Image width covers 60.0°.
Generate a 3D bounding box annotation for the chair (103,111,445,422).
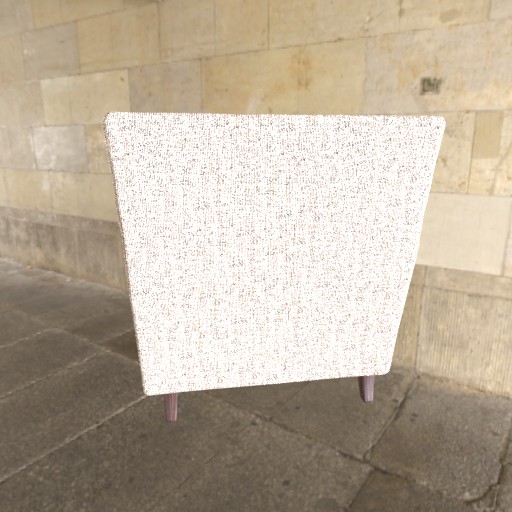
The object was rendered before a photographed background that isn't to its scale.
[{"bbox_3d":[0.000,0.000,1.601,0.864,0.928,0.873,-2,14,-9],"label":"chair"}]
